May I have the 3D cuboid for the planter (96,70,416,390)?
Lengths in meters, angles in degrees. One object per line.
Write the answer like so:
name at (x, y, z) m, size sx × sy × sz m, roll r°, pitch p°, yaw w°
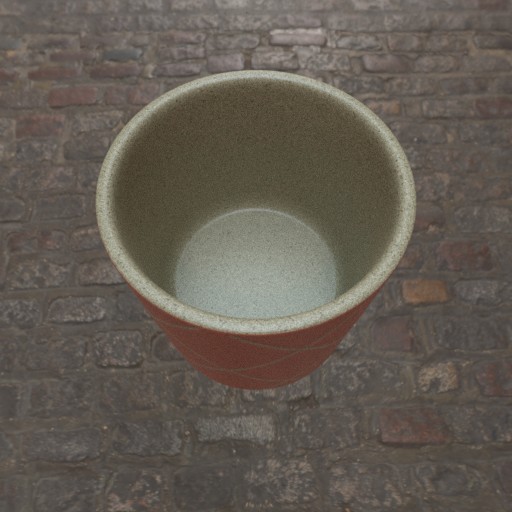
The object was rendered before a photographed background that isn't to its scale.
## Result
planter at (0.000, 0.000, 0.354) m, size 0.191 × 0.200 × 0.191 m, roll 0°, pitch 63°, yaw 0°
